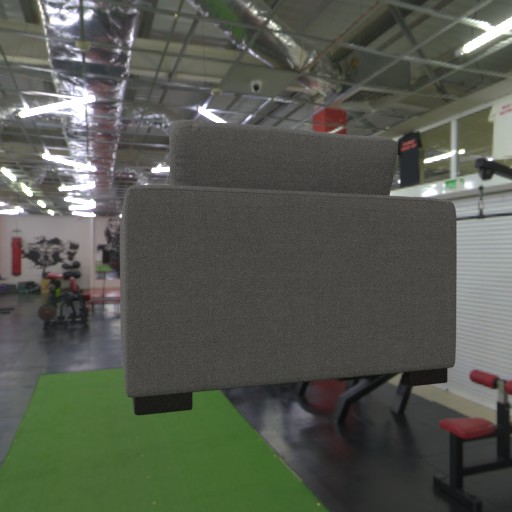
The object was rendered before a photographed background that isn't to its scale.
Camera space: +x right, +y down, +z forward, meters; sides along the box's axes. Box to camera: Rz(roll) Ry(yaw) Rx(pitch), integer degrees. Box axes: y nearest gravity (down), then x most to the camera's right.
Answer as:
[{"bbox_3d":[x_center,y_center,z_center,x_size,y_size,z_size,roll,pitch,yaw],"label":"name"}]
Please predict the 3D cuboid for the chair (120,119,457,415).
[{"bbox_3d":[0.000,0.000,1.837,1.070,0.847,1.100,0,0,-18],"label":"chair"}]
